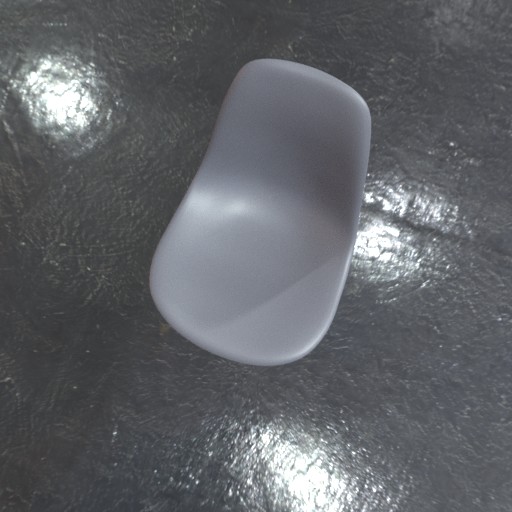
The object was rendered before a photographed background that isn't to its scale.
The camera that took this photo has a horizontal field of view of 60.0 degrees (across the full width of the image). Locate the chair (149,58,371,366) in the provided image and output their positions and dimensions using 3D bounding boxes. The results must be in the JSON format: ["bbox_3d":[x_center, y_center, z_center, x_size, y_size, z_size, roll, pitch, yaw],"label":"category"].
[{"bbox_3d":[0.000,0.000,1.140,0.470,0.826,0.533,22,77,6],"label":"chair"}]
